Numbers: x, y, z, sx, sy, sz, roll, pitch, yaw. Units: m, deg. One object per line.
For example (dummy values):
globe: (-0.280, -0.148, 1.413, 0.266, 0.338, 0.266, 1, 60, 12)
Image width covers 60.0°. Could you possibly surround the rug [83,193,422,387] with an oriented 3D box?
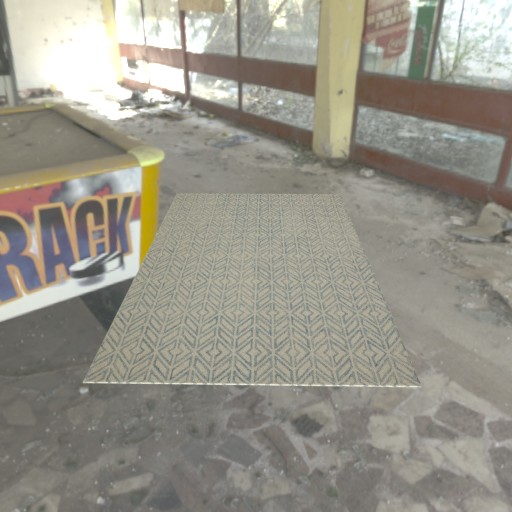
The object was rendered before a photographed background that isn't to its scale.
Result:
rug: (0.000, 0.000, 3.067, 1.526, 0.008, 2.441, 0, 28, 1)
